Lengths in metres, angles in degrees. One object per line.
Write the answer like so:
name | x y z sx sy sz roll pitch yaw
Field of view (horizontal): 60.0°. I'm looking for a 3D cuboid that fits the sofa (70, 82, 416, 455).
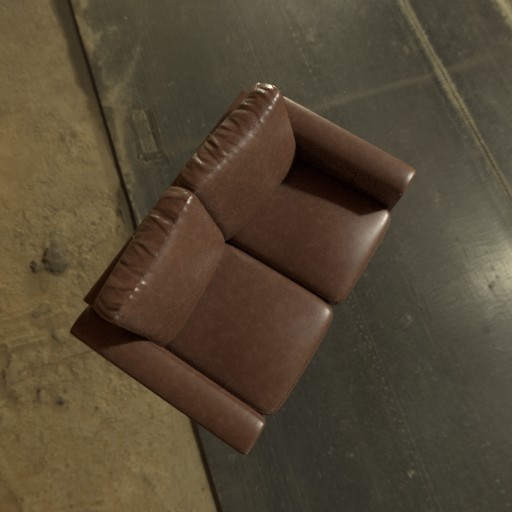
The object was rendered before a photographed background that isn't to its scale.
sofa | 0.000 0.000 2.261 1.016 0.873 1.616 32 77 9
